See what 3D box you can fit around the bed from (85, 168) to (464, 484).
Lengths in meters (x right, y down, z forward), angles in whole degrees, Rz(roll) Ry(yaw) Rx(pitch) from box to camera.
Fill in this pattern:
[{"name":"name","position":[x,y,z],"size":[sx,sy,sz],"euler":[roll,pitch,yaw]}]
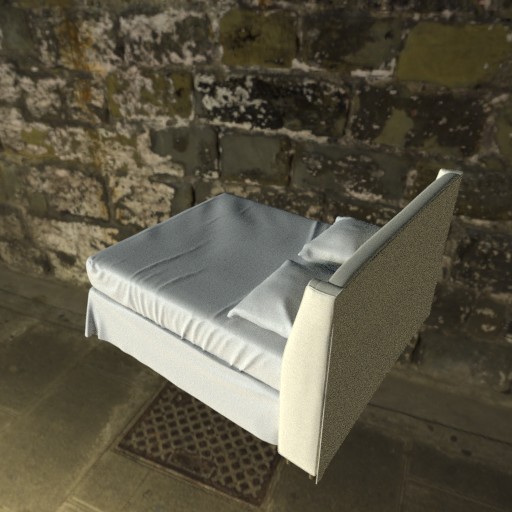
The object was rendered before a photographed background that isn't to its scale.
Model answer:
[{"name":"bed","position":[0.000,0.000,3.379],"size":[2.276,1.332,1.925],"euler":[21,36,31]}]
